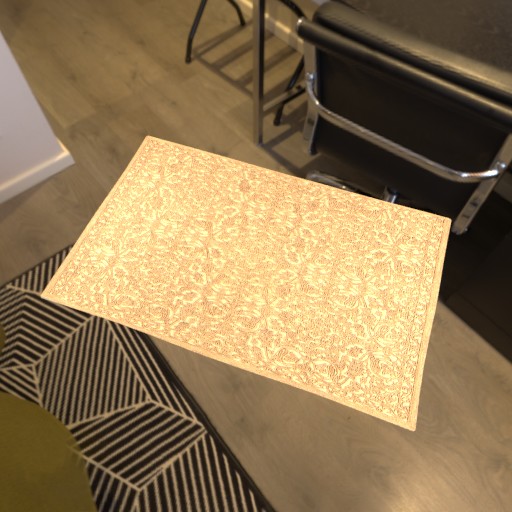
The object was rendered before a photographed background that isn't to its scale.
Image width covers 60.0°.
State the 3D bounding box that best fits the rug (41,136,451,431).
[{"bbox_3d":[0.000,0.000,3.030,2.435,0.012,1.529,17,61,10],"label":"rug"}]
